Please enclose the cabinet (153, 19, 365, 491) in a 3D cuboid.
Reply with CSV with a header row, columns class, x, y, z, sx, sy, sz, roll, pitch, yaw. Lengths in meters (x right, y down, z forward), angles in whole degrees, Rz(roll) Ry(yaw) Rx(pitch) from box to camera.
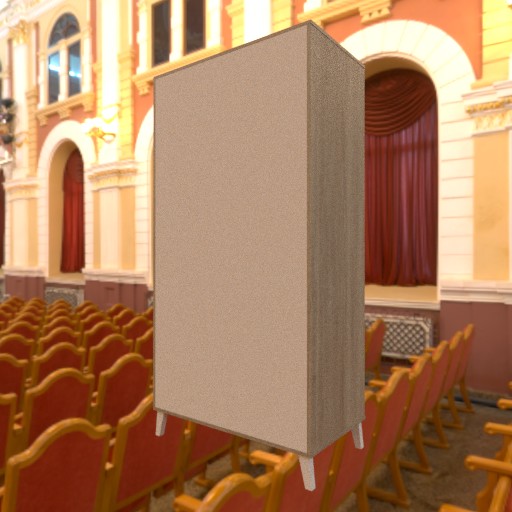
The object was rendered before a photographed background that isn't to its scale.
class,x,y,z,sx,sy,sz,roll,pitch,yaw
cabinet,0.000,0.000,2.400,1.006,1.999,0.571,0,0,37
